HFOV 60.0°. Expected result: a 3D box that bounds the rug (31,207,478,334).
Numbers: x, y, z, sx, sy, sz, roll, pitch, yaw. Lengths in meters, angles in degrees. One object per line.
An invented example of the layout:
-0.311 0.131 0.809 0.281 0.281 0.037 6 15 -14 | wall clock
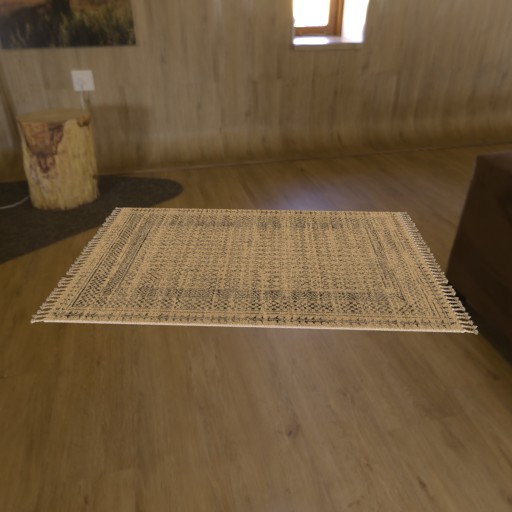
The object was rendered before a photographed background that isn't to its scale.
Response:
0.000 0.000 3.082 2.486 0.013 1.548 1 31 2 | rug
